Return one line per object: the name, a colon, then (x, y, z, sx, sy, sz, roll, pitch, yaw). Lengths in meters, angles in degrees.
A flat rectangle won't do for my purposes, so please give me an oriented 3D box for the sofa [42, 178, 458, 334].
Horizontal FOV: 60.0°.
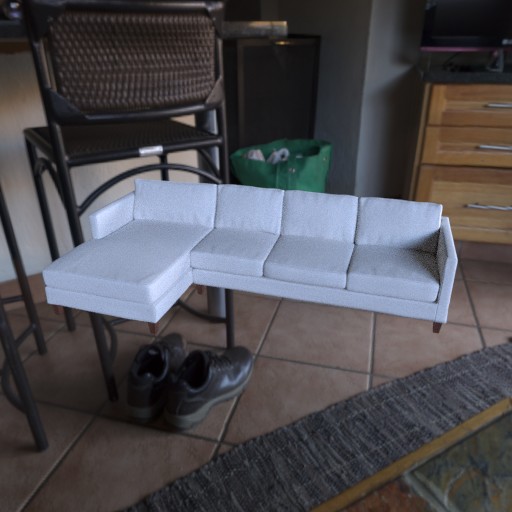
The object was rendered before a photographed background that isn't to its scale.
sofa: (0.000, 0.000, 3.857, 3.186, 0.861, 1.625, 8, 26, 16)
